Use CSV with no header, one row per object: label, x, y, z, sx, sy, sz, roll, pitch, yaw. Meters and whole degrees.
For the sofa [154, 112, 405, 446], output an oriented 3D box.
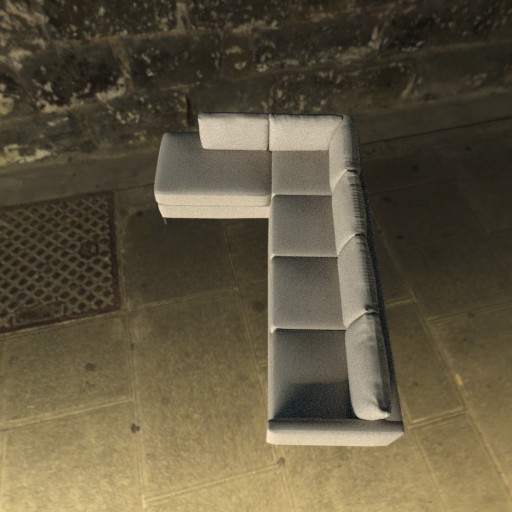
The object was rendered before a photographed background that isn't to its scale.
sofa,0.000,0.000,3.121,1.617,0.703,2.423,1,58,0
